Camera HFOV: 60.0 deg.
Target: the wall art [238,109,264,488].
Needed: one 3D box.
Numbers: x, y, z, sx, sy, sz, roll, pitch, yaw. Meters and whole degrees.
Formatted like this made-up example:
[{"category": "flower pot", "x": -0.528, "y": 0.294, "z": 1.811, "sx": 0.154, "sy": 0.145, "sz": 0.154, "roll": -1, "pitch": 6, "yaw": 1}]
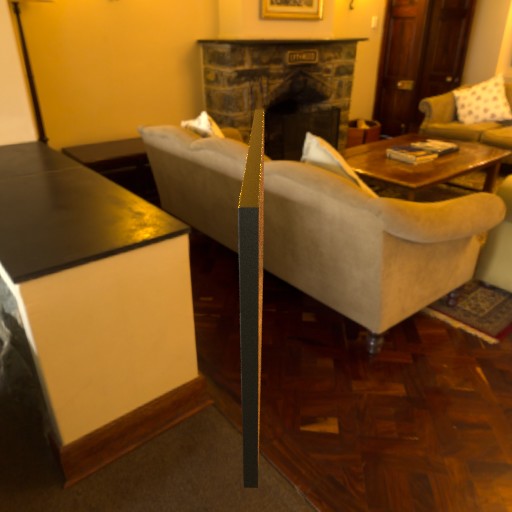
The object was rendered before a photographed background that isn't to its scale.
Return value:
[{"category": "wall art", "x": 0.000, "y": 0.000, "z": 0.857, "sx": 0.022, "sy": 0.446, "sz": 0.659, "roll": 1, "pitch": 27, "yaw": 1}]
